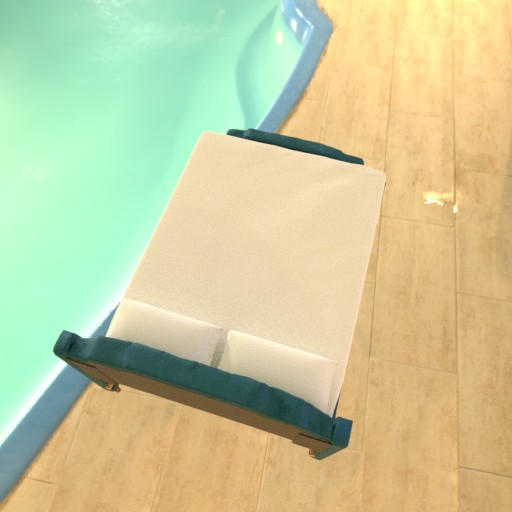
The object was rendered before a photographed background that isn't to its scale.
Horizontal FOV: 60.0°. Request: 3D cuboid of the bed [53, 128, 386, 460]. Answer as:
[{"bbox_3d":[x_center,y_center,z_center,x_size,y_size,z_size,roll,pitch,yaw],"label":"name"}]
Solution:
[{"bbox_3d":[0.000,0.000,3.277,1.678,1.338,2.322,15,63,8],"label":"bed"}]
